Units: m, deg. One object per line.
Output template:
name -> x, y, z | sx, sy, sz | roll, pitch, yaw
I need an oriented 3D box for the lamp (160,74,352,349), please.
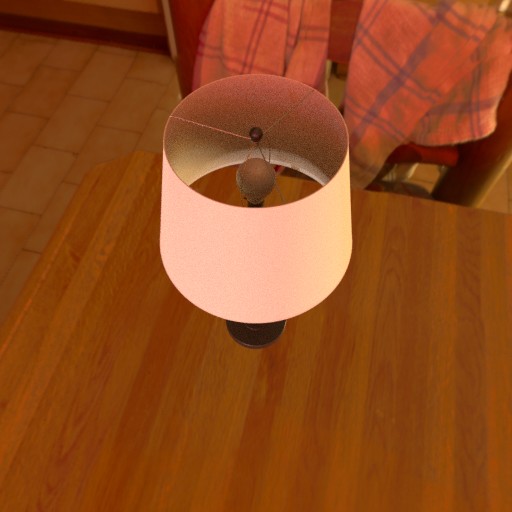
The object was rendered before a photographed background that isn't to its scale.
lamp -> 0.000, 0.000, 0.915 | 0.363, 0.696, 0.363 | 0, 59, 0
